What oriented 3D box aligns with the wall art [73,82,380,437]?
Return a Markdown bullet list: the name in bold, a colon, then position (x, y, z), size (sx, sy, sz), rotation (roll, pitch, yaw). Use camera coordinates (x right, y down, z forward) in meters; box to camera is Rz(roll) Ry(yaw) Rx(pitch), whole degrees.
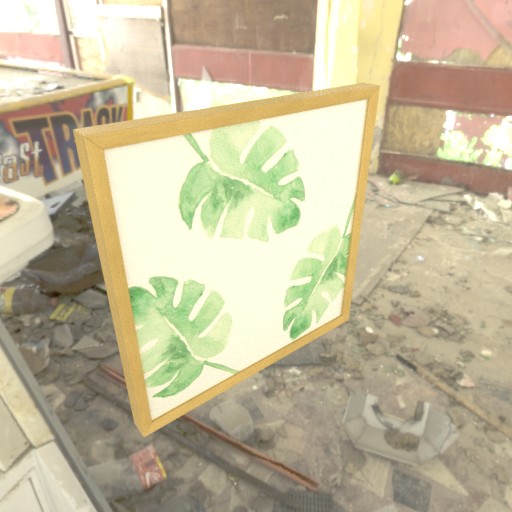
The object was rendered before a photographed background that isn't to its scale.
- **wall art**: position (0.000, 0.000, 0.763), size (0.508, 0.508, 0.038), rotation (-22, 37, -32)
